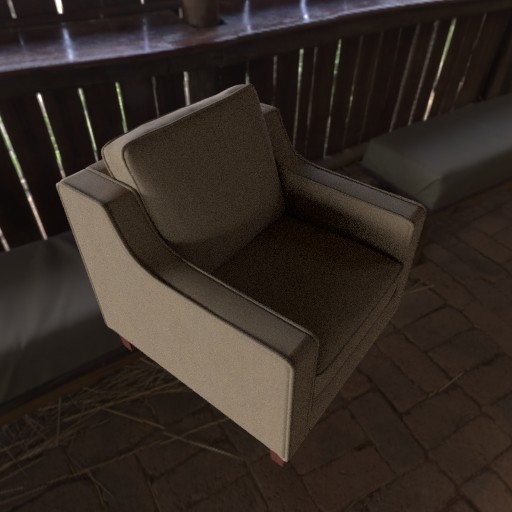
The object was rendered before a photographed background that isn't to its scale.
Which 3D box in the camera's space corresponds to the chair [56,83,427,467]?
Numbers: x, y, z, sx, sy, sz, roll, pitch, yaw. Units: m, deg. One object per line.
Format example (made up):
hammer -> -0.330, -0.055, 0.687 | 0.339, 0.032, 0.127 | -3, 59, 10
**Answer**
chair -> 0.000, 0.000, 1.602 | 0.909, 0.960, 0.831 | 27, 48, 27
